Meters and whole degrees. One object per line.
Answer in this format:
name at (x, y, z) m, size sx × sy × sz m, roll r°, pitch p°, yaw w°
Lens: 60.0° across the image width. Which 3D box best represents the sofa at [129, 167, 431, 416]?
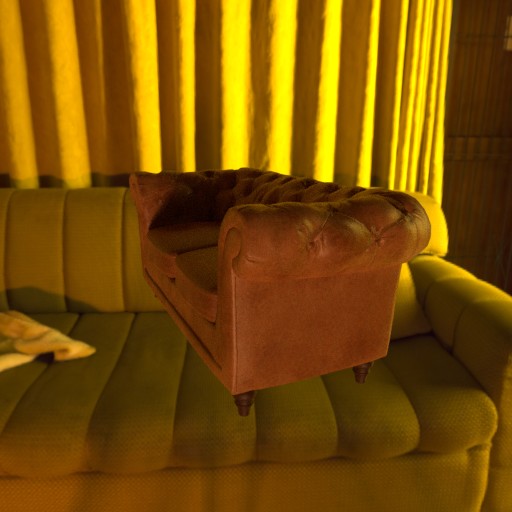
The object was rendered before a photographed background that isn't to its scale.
sofa at (0.000, 0.000, 2.507) m, size 1.042 × 0.877 × 1.979 m, roll -7°, pitch 17°, yaw -24°
